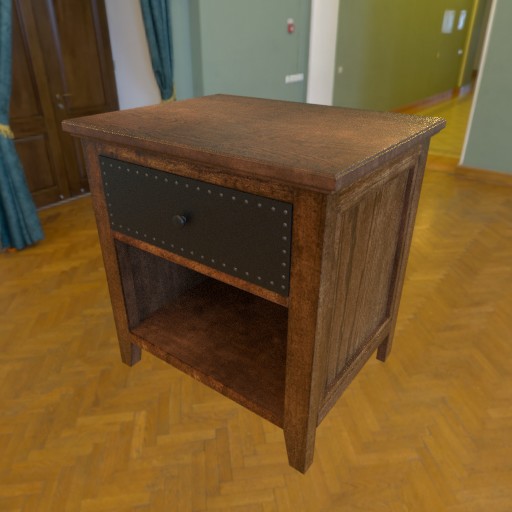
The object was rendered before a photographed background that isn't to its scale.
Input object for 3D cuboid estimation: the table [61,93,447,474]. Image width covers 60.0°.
[{"bbox_3d":[0.000,0.000,0.991,0.586,0.597,0.461,19,33,32],"label":"table"}]
